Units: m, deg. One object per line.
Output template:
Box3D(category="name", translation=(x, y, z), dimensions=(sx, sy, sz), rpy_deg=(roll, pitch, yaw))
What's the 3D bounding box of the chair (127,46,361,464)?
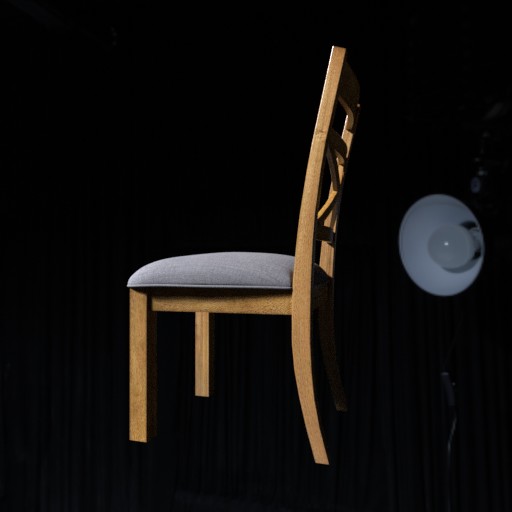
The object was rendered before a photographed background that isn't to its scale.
Box3D(category="chair", translation=(0.000, 0.000, 1.271), dimensions=(0.581, 0.949, 0.470), rpy_deg=(0, 0, 18))
